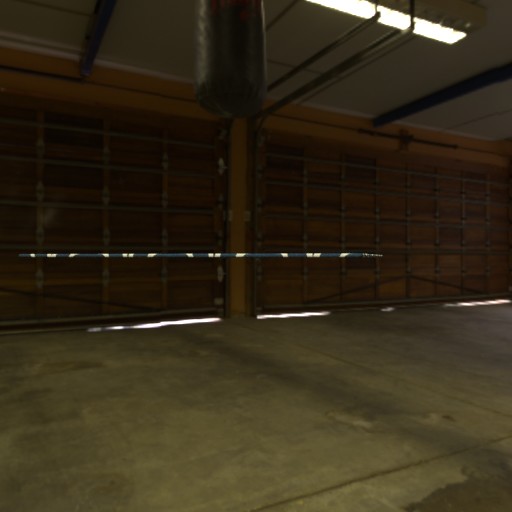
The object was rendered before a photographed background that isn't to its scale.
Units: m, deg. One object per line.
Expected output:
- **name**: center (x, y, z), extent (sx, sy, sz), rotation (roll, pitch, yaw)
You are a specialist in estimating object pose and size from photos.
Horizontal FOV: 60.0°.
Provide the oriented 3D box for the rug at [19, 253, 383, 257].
- **rug**: center (0.000, 0.000, 2.168), extent (1.143, 0.010, 1.753), rotation (0, 0, 18)
